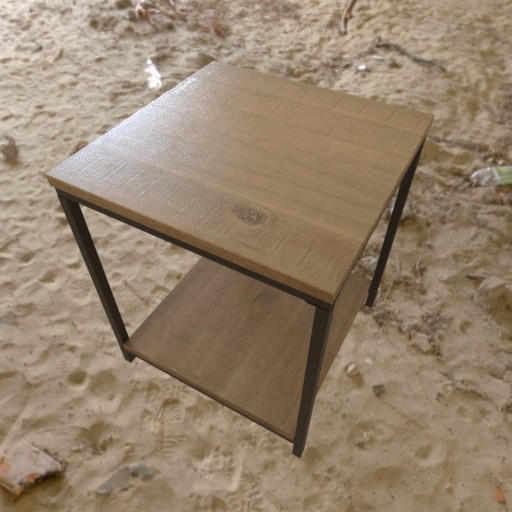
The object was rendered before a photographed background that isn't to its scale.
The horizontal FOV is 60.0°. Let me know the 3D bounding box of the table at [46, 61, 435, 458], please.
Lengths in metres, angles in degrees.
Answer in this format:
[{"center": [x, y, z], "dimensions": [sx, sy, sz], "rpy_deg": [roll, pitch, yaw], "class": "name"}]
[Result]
[{"center": [0.000, 0.000, 1.002], "dimensions": [0.507, 0.589, 0.503], "rpy_deg": [22, 50, 20], "class": "table"}]
